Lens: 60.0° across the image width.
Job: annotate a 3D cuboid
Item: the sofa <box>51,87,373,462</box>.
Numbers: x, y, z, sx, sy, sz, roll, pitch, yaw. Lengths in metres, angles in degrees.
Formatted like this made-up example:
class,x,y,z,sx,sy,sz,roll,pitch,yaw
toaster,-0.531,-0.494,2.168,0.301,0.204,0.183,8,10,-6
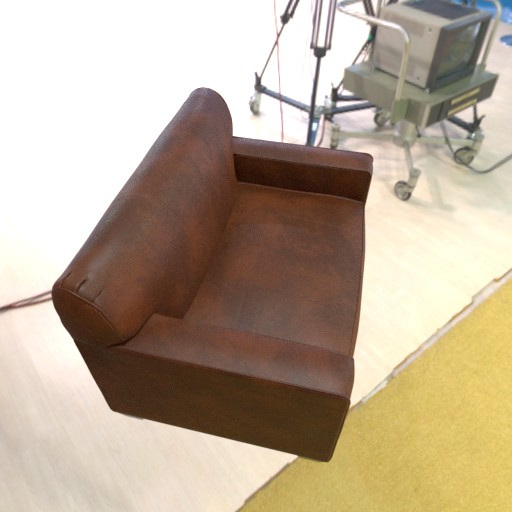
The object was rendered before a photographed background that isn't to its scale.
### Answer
class,x,y,z,sx,sy,sz,roll,pitch,yaw
sofa,0.000,0.000,2.011,1.000,0.956,1.413,10,47,9
